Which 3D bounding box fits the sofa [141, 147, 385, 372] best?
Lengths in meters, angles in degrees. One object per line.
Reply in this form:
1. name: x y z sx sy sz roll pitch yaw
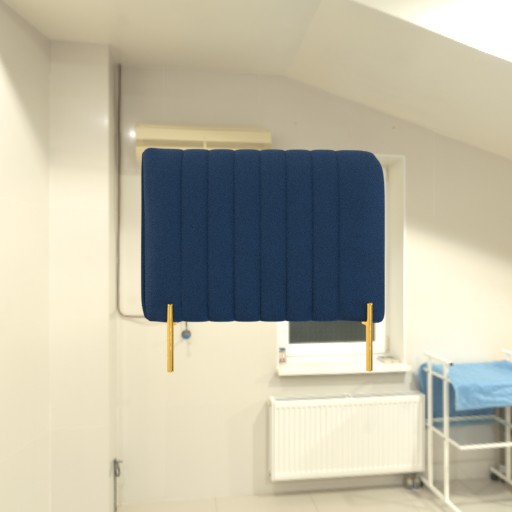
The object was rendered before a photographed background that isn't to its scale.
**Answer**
1. sofa: 0.000 0.000 2.574 0.896 0.793 2.136 0 0 -1
